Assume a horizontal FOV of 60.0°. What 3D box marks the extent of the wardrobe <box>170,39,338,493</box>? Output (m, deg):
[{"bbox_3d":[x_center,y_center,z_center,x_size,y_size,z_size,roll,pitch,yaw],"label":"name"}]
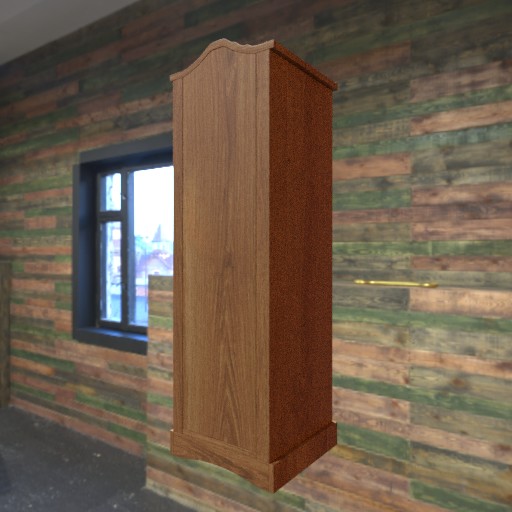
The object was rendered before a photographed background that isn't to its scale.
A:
[{"bbox_3d":[0.000,0.000,2.145,0.590,1.870,0.570,0,0,36],"label":"wardrobe"}]
